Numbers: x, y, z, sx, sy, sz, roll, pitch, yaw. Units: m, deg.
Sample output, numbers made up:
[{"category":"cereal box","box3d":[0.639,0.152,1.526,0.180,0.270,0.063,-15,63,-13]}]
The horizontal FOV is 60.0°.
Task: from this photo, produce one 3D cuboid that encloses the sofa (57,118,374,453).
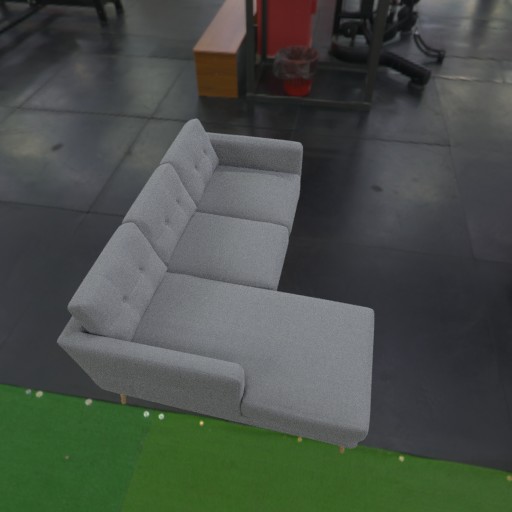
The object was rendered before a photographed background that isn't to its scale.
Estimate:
[{"category":"sofa","box3d":[0.000,0.000,2.845,1.530,0.860,2.040,9,47,9]}]
